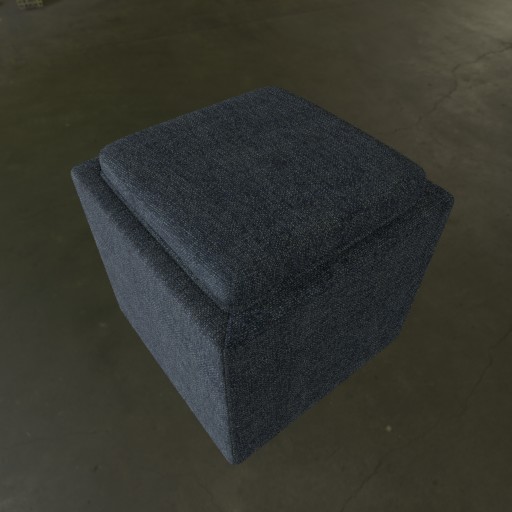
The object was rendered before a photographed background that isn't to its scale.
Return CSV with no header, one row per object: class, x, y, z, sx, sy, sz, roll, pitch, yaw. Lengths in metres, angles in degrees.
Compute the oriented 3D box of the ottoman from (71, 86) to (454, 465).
ottoman,0.000,0.000,0.832,0.450,0.460,0.450,-30,53,-25
